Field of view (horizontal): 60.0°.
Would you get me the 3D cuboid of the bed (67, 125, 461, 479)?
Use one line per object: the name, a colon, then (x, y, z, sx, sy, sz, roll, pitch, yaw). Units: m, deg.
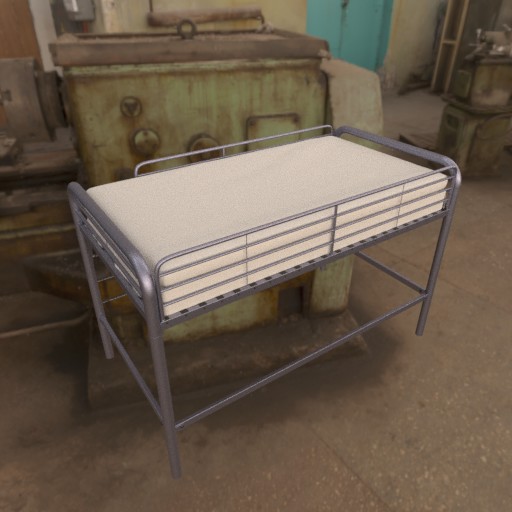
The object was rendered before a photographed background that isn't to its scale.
bed: (0.000, 0.000, 2.880, 1.965, 1.288, 1.415, -20, 36, -29)
